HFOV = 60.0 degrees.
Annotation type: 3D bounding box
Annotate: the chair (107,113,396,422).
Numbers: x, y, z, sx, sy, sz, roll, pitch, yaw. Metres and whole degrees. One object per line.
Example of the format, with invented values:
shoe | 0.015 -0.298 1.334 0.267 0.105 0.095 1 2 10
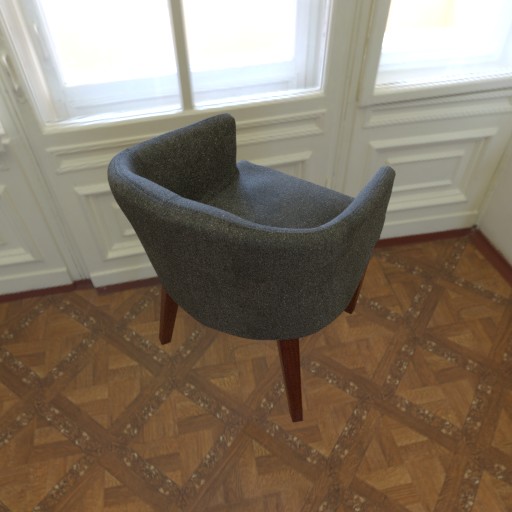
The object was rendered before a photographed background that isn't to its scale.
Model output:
chair | 0.000 0.000 1.253 0.583 0.811 0.655 25 51 22
